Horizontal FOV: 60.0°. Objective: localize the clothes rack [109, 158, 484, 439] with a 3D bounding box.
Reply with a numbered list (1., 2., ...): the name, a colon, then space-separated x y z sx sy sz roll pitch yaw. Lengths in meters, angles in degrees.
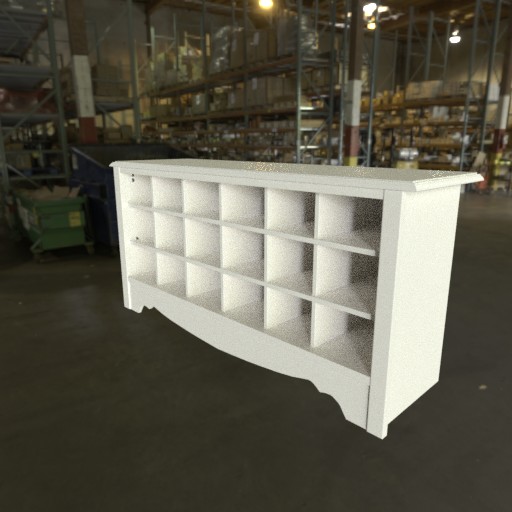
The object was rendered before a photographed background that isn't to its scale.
1. clothes rack: 0.000 0.000 1.328 0.324 0.531 1.120 -14 20 -43
